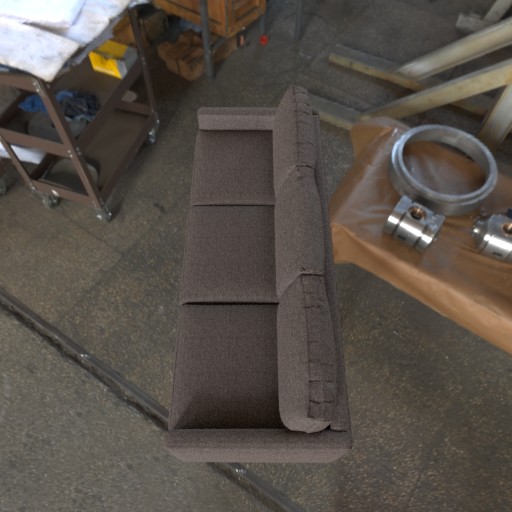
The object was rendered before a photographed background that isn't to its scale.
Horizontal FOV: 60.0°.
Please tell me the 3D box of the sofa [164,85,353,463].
[{"bbox_3d":[0.000,0.000,2.694,0.876,0.882,2.253,0,59,0],"label":"sofa"}]
